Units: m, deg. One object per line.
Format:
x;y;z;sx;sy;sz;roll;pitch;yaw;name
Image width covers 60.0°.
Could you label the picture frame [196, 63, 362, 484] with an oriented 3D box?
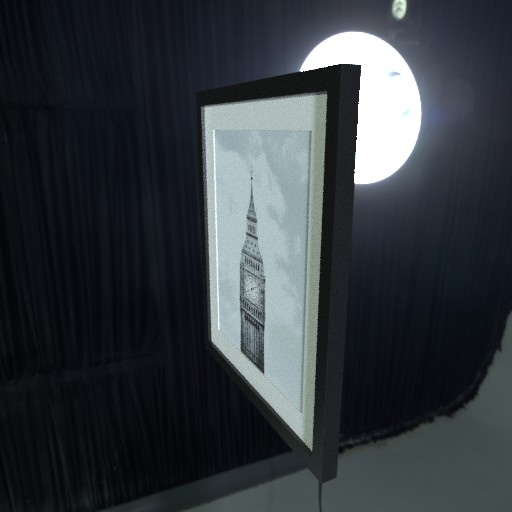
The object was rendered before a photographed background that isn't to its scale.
0.000;0.000;0.759;0.028;0.556;0.460;-8;18;-26;picture frame
